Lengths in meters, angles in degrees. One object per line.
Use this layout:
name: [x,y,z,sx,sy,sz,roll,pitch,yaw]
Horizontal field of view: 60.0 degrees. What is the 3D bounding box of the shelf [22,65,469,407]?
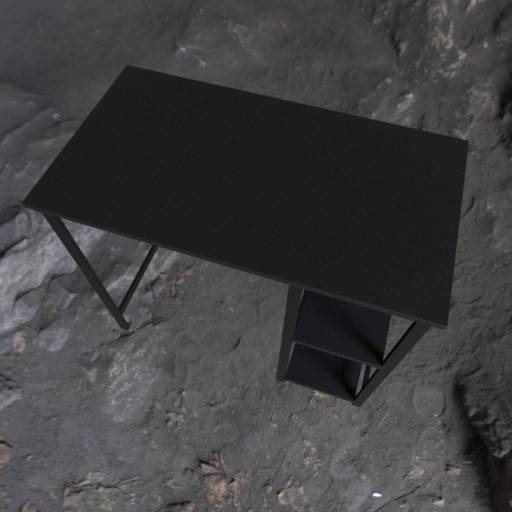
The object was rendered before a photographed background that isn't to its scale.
shelf: [0.000,0.000,1.324,0.902,0.749,0.498,16,60,9]
